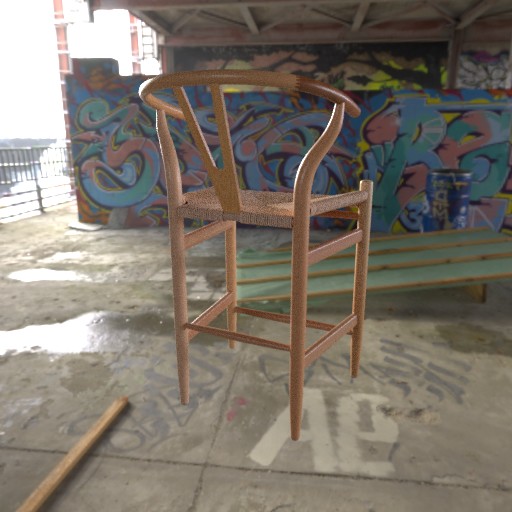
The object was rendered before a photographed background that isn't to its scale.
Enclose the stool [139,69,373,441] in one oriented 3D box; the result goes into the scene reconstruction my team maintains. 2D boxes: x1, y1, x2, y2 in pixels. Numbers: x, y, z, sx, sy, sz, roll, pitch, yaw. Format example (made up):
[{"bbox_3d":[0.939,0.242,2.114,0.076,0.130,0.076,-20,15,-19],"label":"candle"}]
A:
[{"bbox_3d":[0.000,0.000,1.269,0.536,0.923,0.575,7,17,26],"label":"stool"}]
